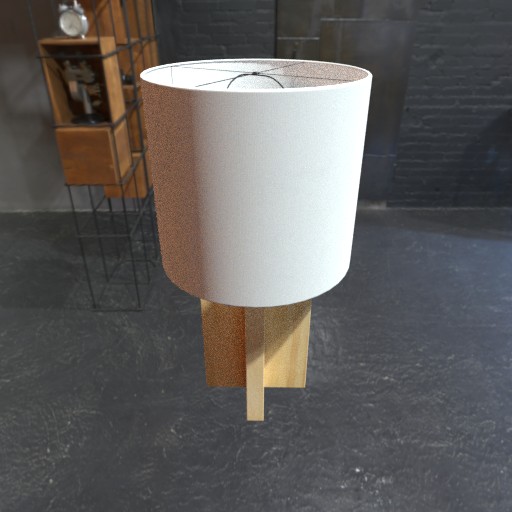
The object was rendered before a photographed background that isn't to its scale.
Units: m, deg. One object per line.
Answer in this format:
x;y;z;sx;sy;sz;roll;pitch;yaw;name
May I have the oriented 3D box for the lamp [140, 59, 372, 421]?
0.000;0.000;0.551;0.229;0.428;0.229;1;30;1;lamp
